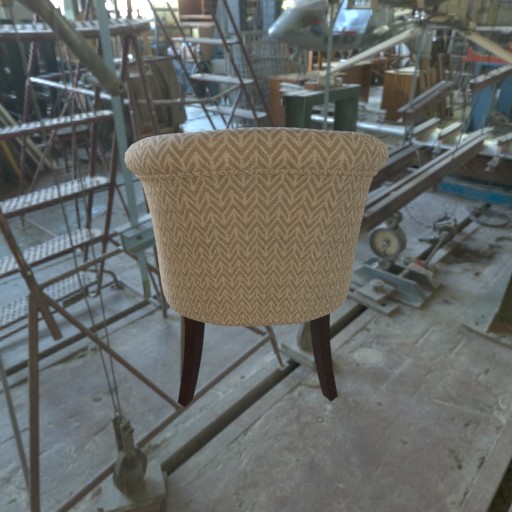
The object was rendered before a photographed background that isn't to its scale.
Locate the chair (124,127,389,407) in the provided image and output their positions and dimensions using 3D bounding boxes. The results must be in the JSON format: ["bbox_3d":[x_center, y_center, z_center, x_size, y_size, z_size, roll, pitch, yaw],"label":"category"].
[{"bbox_3d":[0.000,0.000,1.309,0.686,0.858,0.613,-1,29,-3],"label":"chair"}]
